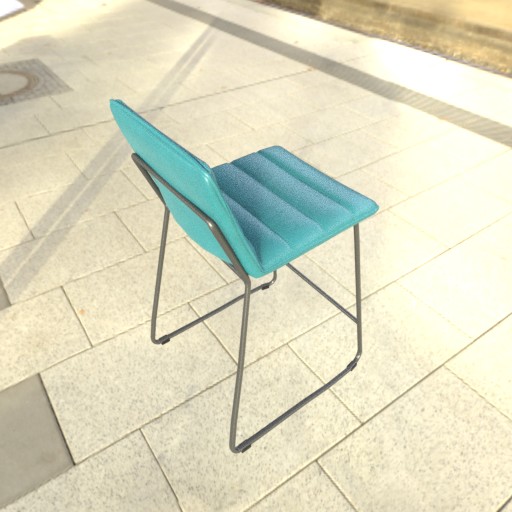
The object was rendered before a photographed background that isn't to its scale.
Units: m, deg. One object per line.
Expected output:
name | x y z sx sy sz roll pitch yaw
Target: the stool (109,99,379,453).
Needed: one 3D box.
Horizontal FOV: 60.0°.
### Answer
stool | 0.000 0.000 1.193 0.524 0.866 0.489 -26 48 -27
